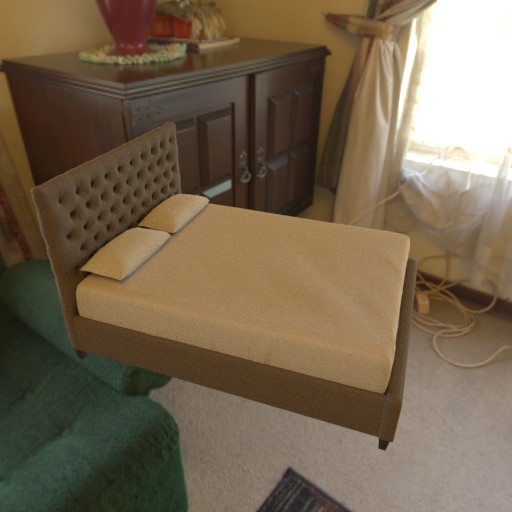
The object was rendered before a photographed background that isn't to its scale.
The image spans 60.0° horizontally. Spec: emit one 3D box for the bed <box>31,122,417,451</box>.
[{"bbox_3d":[0.000,0.000,3.386,2.387,1.427,1.698,11,33,17],"label":"bed"}]
